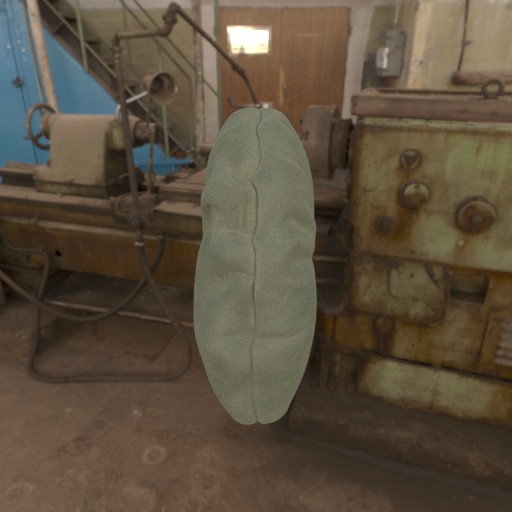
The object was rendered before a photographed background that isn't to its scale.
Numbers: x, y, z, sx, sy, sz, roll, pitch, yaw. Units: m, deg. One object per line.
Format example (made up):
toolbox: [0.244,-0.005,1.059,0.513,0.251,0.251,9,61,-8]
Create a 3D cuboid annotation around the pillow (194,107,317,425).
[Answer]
pillow: [0.000,0.000,0.638,0.148,0.407,0.428,0,25,0]
